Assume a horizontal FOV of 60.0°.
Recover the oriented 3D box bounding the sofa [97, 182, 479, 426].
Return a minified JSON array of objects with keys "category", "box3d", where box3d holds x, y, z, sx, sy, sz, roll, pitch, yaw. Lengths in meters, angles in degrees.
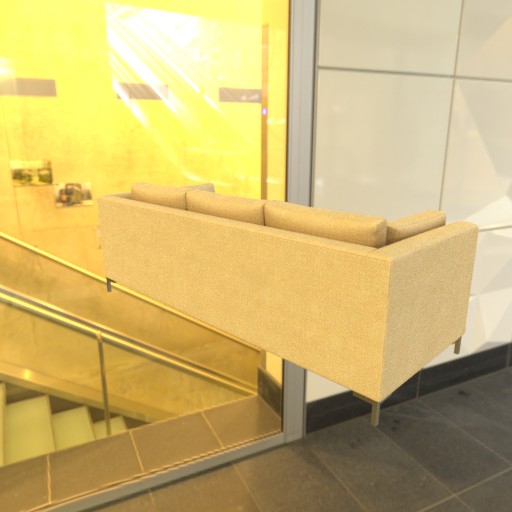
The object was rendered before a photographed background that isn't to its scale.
[{"category":"sofa","box3d":[0.000,0.000,2.919,2.415,0.867,0.969,15,21,43]}]
